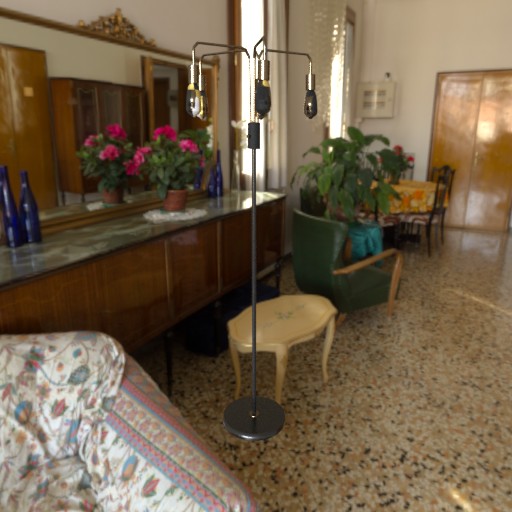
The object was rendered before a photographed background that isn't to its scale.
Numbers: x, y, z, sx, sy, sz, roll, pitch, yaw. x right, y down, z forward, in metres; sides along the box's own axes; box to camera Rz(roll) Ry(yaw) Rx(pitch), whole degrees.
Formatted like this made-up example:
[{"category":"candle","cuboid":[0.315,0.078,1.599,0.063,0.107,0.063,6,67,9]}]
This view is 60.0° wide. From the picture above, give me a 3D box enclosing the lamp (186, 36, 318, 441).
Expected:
[{"category":"lamp","cuboid":[0.000,0.000,1.995,0.572,1.721,0.599,-3,16,-9]}]
